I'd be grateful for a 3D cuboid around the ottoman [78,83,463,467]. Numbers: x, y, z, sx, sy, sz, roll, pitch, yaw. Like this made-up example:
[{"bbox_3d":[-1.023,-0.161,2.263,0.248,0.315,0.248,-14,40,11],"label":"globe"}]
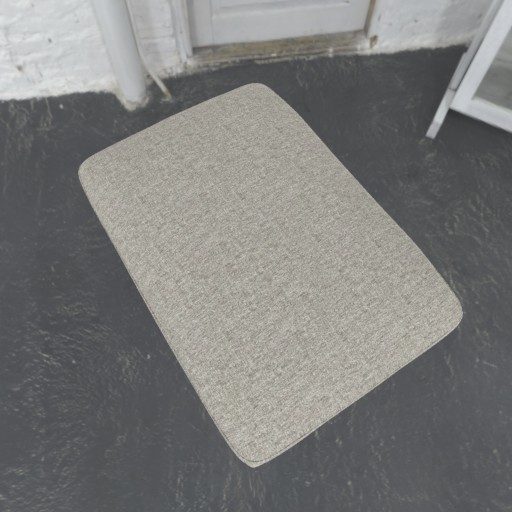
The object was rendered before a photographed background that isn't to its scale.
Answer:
[{"bbox_3d":[0.000,0.000,1.324,0.694,0.451,0.977,-30,68,-14],"label":"ottoman"}]
